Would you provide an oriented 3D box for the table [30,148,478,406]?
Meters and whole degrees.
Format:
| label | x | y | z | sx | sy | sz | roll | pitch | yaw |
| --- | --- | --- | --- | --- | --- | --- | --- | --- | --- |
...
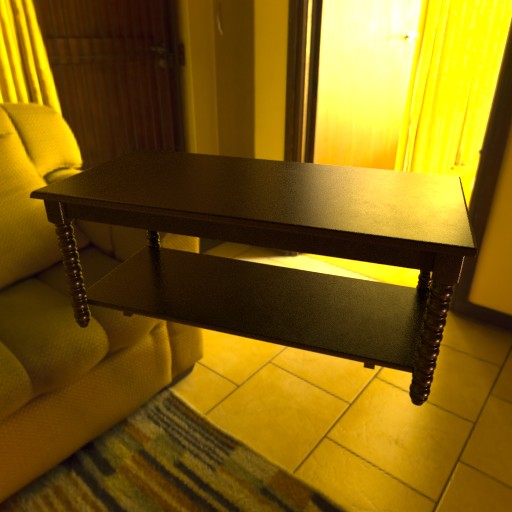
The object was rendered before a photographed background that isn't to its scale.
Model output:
| label | x | y | z | sx | sy | sz | roll | pitch | yaw |
| --- | --- | --- | --- | --- | --- | --- | --- | --- | --- |
| table | 0.000 | 0.000 | 1.435 | 1.171 | 0.487 | 0.580 | 9 | 28 | 17 |
